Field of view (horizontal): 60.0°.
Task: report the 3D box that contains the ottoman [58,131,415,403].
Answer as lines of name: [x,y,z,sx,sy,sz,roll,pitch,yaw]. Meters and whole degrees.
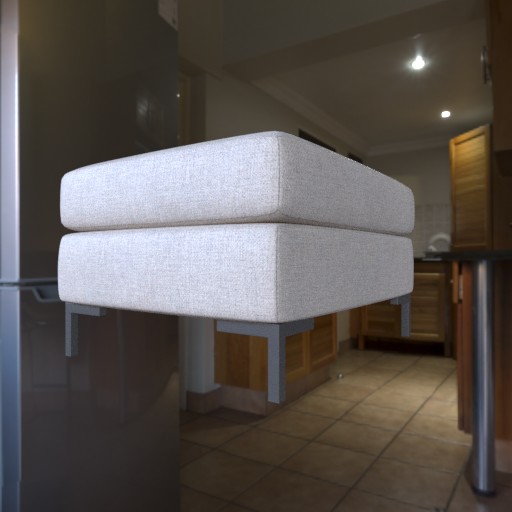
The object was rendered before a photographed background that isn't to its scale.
ottoman: [0.000,0.000,1.228,0.671,0.490,0.820,0,0,35]
